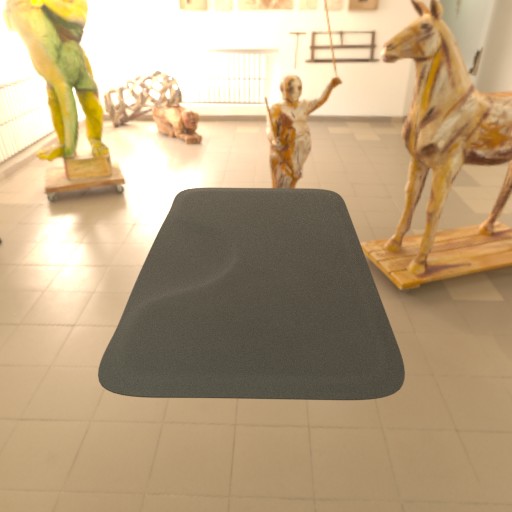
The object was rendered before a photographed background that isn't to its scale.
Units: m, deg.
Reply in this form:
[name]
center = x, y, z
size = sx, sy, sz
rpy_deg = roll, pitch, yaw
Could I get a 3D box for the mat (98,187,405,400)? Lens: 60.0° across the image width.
[mat]
center = 0.000, 0.000, 1.866
size = 0.918, 0.013, 1.524
rpy_deg = 1, 31, 1
